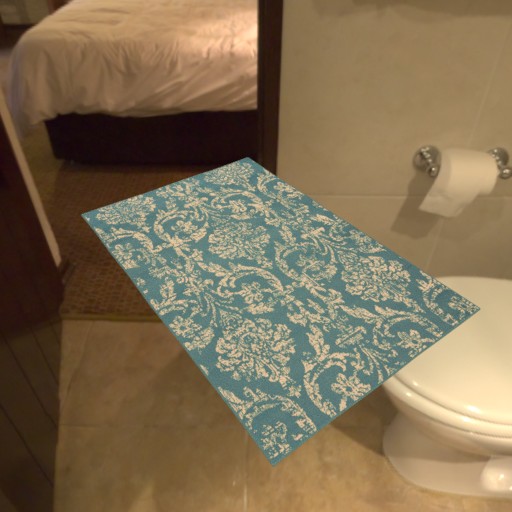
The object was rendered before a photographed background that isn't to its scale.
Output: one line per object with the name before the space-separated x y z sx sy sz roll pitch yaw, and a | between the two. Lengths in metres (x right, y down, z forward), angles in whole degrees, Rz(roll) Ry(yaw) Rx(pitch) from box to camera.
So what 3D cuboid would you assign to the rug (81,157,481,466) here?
rug | 0.000 0.000 2.321 1.211 0.012 1.833 -25 46 -27
